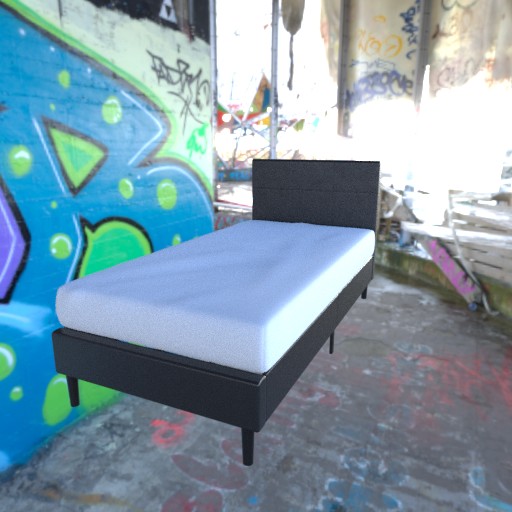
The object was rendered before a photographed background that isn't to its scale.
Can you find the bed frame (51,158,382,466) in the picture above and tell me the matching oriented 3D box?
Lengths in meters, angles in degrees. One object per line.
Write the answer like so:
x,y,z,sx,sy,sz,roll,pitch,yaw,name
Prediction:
0.000,0.000,2.480,1.038,1.046,2.152,7,16,25,bed frame
